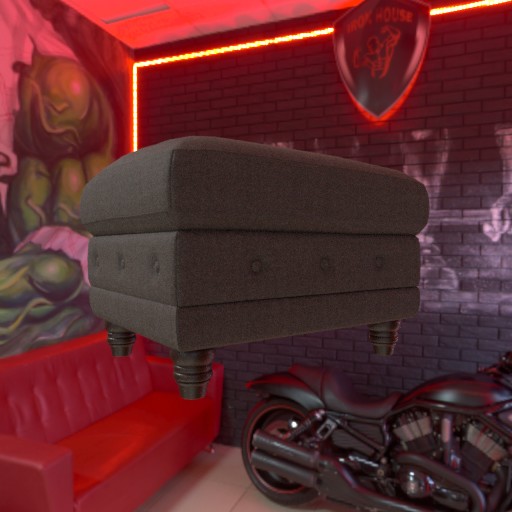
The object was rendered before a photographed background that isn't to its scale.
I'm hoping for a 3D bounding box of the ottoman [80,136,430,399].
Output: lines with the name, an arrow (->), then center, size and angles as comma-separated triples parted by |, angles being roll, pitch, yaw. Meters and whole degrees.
ottoman -> 0.000, 0.000, 1.246 | 0.809, 0.555, 0.599 | -1, 1, -36
